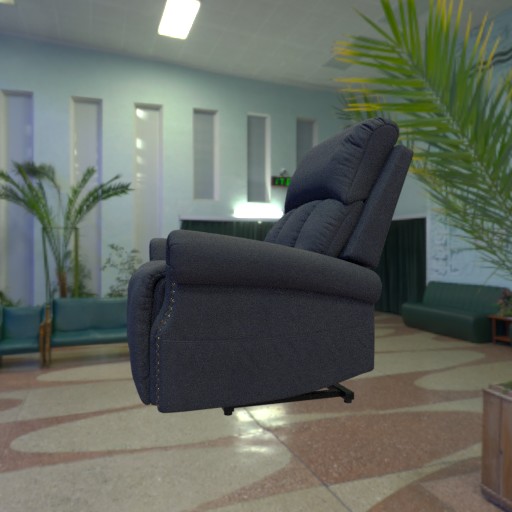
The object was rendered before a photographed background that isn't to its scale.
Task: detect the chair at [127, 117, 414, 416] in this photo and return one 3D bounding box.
[{"bbox_3d":[0.000,0.000,1.752,0.979,1.031,0.871,0,0,-17],"label":"chair"}]
